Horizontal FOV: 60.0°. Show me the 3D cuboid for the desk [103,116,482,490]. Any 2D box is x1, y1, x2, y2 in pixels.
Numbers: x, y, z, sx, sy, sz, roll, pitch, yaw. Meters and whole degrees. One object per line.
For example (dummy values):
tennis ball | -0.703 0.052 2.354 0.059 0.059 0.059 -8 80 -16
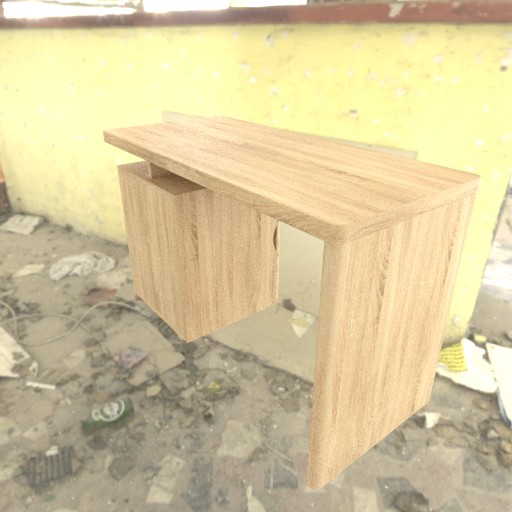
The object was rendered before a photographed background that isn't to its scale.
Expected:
desk | 0.000 0.000 1.571 0.550 0.760 1.200 -19 32 -34
